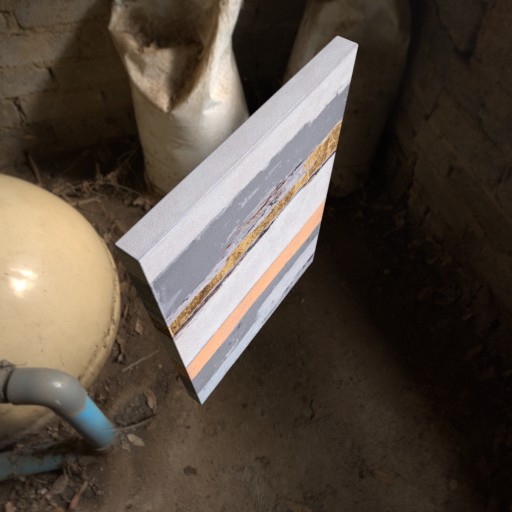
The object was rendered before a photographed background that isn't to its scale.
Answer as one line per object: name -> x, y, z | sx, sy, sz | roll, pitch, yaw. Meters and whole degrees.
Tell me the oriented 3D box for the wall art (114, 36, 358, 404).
wall art -> 0.000, 0.000, 0.810 | 0.038, 0.609, 0.456 | 32, 64, 18
